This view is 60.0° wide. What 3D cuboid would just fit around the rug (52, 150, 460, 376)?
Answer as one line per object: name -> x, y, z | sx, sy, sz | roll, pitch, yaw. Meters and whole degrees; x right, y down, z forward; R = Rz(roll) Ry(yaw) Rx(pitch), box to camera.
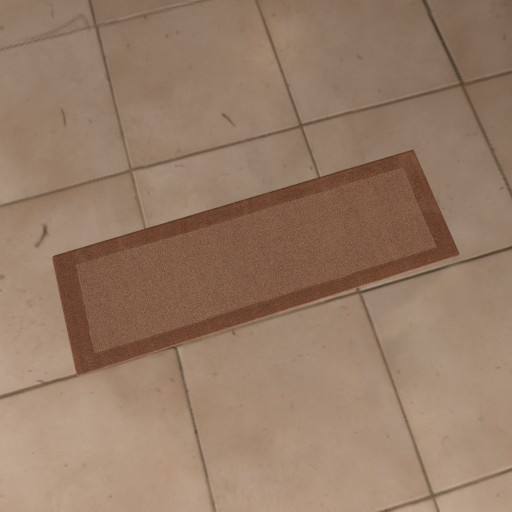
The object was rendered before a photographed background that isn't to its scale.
rug -> 0.000, 0.000, 2.773 | 2.439, 0.017, 0.764 | -17, 76, -4
